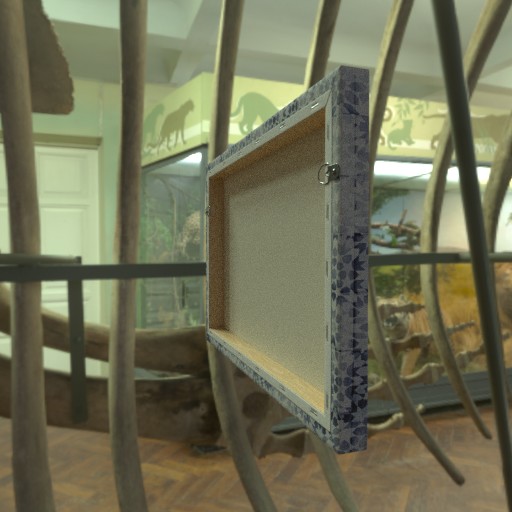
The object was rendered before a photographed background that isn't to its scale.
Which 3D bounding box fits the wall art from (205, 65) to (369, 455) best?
[{"bbox_3d":[0.000,0.000,1.123,0.057,0.608,0.911,0,1,-20],"label":"wall art"}]
